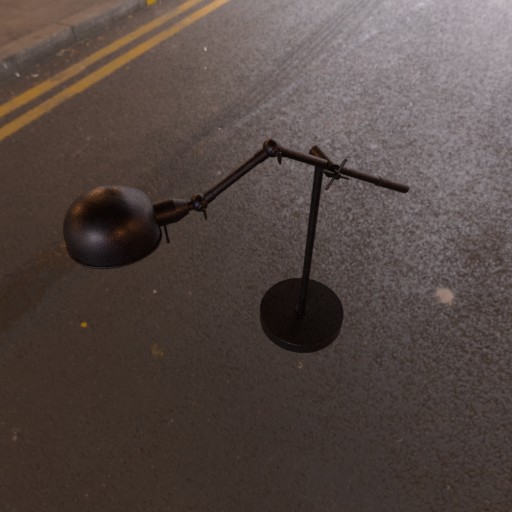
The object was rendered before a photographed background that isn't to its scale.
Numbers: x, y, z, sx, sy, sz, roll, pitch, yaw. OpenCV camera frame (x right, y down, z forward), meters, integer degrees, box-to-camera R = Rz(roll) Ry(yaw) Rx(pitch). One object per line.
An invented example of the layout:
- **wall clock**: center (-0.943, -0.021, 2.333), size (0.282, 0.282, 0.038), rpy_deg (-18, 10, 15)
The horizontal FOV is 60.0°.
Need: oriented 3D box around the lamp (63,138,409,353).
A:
- **lamp**: center (0.000, 0.000, 0.791), size (0.567, 0.495, 0.185), rpy_deg (-17, 49, -15)
